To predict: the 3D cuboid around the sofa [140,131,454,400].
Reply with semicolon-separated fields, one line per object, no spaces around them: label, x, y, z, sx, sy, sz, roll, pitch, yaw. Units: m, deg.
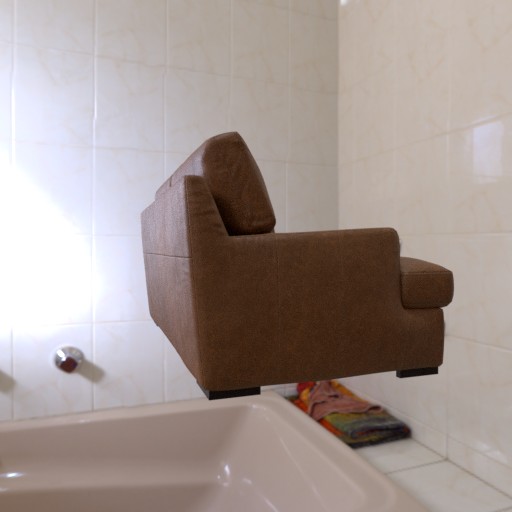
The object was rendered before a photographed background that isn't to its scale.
sofa;0.000;0.000;2.510;1.144;0.966;1.880;0;1;-19
